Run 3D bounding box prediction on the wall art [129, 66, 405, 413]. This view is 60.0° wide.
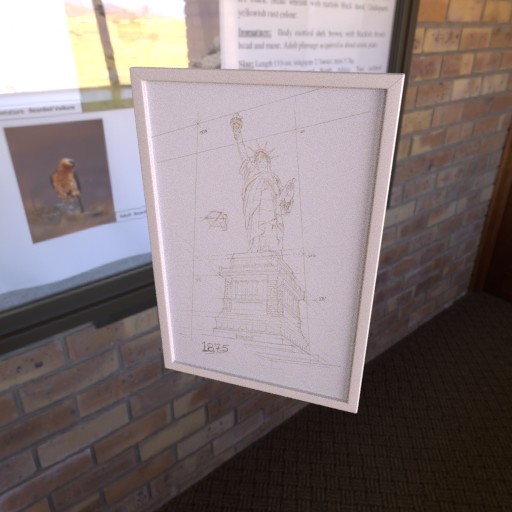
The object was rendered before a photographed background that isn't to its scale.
[{"bbox_3d":[0.000,0.000,1.525,0.808,1.183,0.038,9,28,16],"label":"wall art"}]
